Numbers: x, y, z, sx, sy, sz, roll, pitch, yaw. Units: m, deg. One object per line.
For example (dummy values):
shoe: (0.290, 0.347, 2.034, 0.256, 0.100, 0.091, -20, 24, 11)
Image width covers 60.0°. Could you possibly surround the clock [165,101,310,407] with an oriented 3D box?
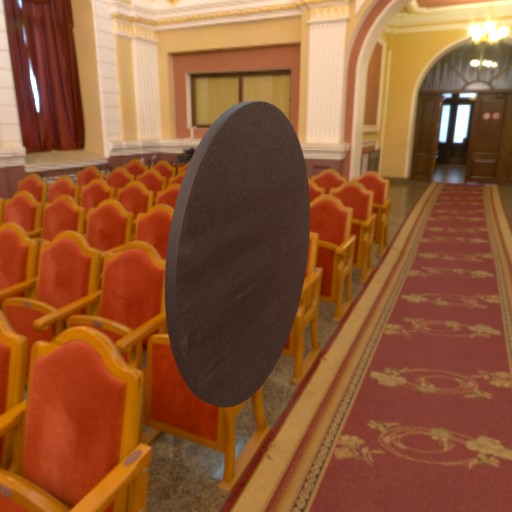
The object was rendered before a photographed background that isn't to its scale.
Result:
clock: (0.000, 0.000, 0.902, 0.029, 0.595, 0.595, 8, 18, 24)
